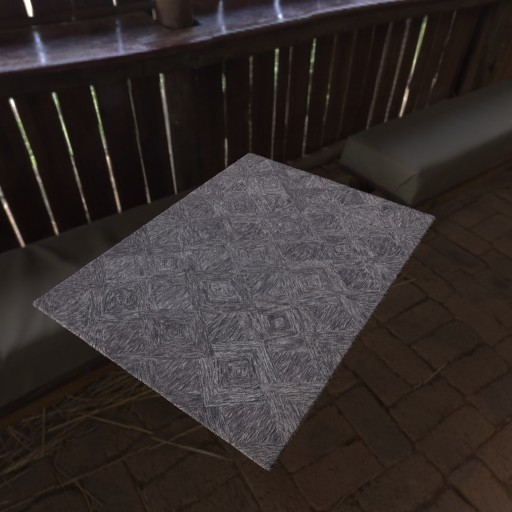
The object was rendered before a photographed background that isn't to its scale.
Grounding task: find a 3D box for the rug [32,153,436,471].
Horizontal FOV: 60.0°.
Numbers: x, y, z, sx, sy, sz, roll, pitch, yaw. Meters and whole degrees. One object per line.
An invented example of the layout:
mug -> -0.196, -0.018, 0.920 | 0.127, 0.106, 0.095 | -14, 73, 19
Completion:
rug -> 0.000, 0.000, 4.236 | 2.448, 0.017, 3.204 | 25, 47, 25
